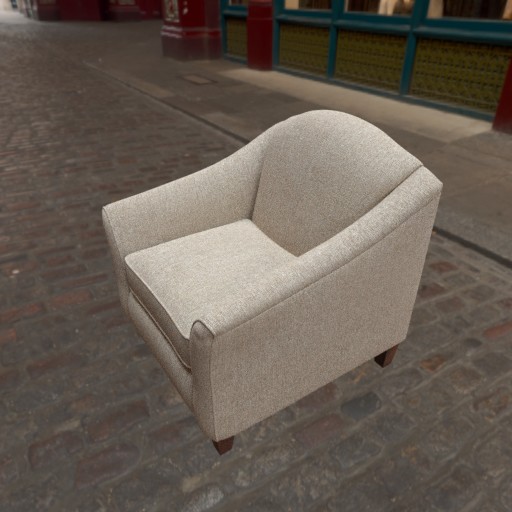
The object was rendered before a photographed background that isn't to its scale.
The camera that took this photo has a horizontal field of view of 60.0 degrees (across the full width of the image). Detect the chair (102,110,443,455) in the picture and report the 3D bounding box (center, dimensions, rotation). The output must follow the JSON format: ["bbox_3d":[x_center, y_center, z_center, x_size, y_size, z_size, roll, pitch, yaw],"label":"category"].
[{"bbox_3d":[0.000,0.000,1.481,0.787,0.839,0.763,-20,37,-28],"label":"chair"}]
